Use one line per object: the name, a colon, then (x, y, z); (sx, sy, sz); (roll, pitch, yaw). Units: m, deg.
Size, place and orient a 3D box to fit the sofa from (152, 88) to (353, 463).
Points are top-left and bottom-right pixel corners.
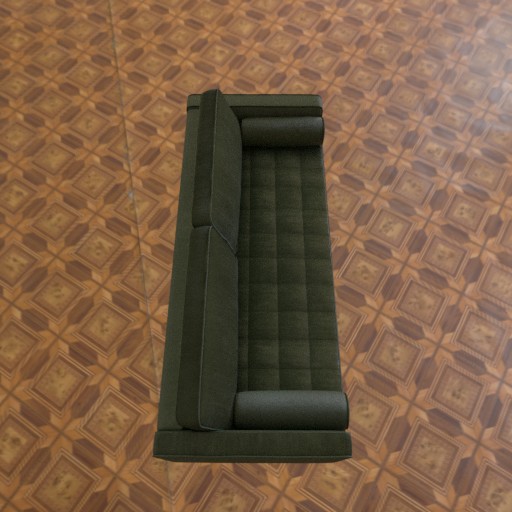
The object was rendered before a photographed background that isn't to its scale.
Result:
sofa: (0.000, 0.000, 2.604); (0.918, 0.769, 2.199); (0, 63, 0)
